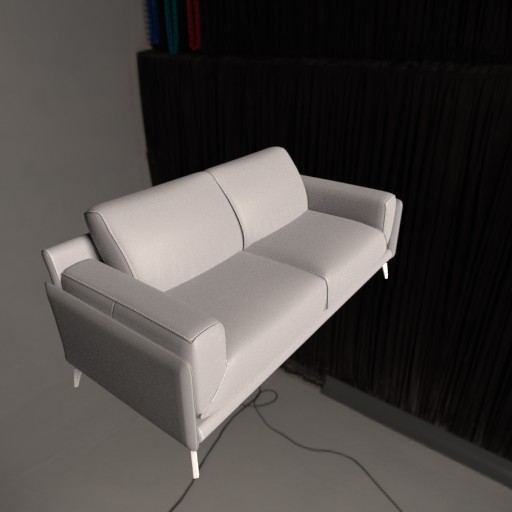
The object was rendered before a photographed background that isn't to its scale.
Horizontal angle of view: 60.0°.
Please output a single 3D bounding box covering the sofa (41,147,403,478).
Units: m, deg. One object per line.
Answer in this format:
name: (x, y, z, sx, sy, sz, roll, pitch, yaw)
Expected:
sofa: (0.000, 0.000, 2.560, 0.969, 0.900, 2.100, 18, 32, 32)
